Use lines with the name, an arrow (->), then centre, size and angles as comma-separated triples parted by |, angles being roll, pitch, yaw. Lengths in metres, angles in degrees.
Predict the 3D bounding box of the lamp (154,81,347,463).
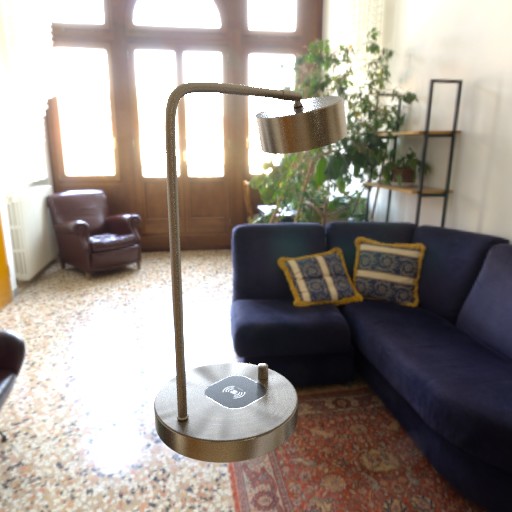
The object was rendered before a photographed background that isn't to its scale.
lamp -> 0.000, 0.000, 0.650 | 0.334, 0.469, 0.211 | -13, 19, -43
